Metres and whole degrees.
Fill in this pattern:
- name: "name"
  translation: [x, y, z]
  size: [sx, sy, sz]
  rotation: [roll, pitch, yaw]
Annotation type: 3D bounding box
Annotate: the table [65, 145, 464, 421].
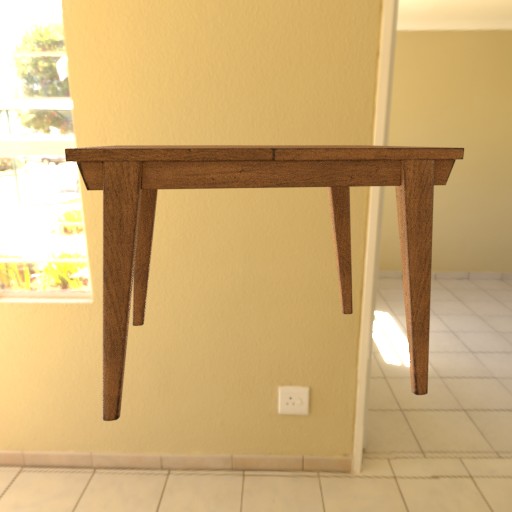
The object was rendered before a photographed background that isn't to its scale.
- name: "table"
  translation: [0.000, 0.000, 1.583]
  size: [1.027, 0.760, 0.757]
  rotation: [-2, 15, -8]
